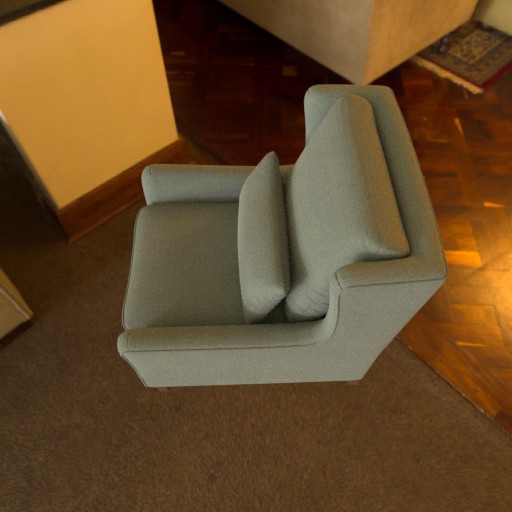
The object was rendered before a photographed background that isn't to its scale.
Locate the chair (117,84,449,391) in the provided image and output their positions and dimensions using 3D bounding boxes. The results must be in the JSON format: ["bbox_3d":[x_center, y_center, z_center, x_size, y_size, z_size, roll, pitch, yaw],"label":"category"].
[{"bbox_3d":[0.000,0.000,1.798,1.040,1.056,0.866,-2,57,-1],"label":"chair"}]
